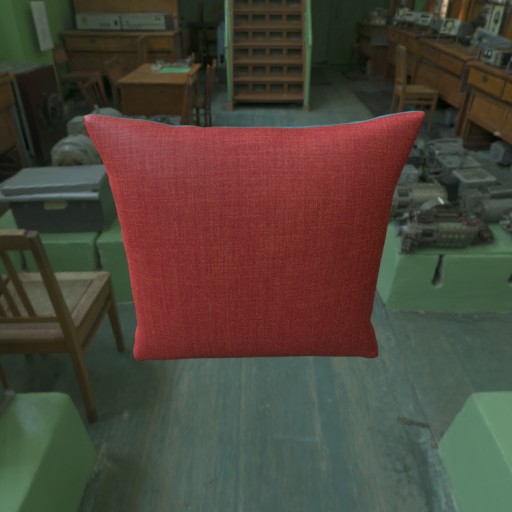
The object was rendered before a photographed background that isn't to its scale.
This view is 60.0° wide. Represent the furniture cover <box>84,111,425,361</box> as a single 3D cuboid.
[{"bbox_3d":[0.000,0.000,0.799,0.517,0.508,0.158,-1,32,-1],"label":"furniture cover"}]
